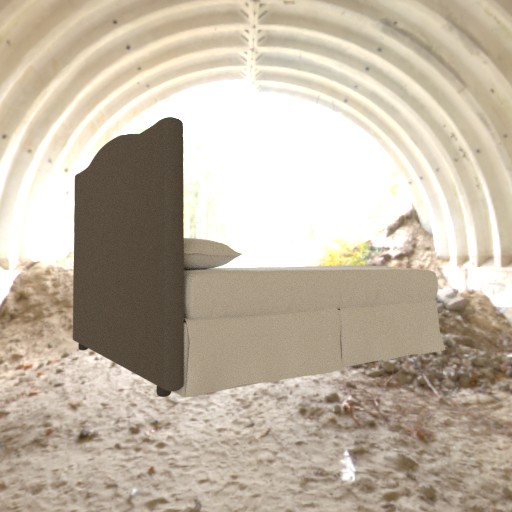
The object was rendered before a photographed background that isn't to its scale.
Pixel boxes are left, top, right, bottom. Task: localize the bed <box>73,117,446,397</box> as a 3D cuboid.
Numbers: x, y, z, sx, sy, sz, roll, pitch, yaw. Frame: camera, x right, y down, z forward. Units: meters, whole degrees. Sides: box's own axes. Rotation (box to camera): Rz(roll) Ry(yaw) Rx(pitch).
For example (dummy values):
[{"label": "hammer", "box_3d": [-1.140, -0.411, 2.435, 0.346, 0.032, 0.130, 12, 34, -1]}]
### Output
[{"label": "bed", "box_3d": [0.000, 0.000, 3.430, 2.282, 1.436, 1.821, 1, -2, -36]}]
